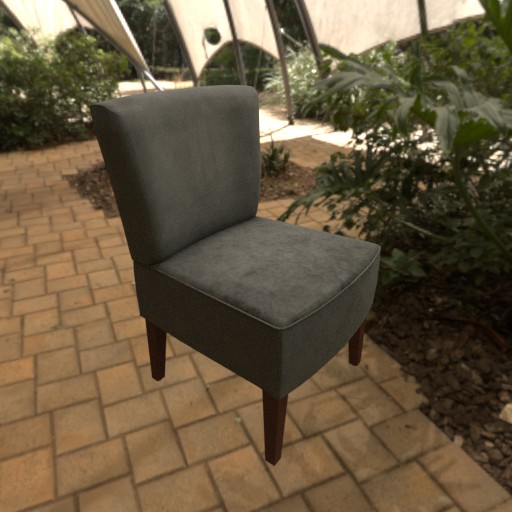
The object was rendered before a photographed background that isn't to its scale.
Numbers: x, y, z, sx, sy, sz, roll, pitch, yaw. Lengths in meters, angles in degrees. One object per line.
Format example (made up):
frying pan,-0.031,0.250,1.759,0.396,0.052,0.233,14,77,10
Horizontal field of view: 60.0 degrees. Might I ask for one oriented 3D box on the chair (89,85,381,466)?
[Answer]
chair,0.000,0.000,1.174,0.554,0.806,0.521,18,31,33
